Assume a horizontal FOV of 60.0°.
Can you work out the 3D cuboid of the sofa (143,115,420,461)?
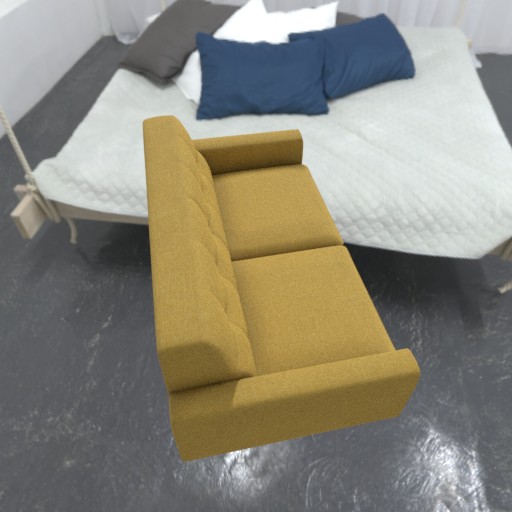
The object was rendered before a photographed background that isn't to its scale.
[{"bbox_3d":[0.000,0.000,2.135,0.909,0.841,1.631,-9,48,-8],"label":"sofa"}]
